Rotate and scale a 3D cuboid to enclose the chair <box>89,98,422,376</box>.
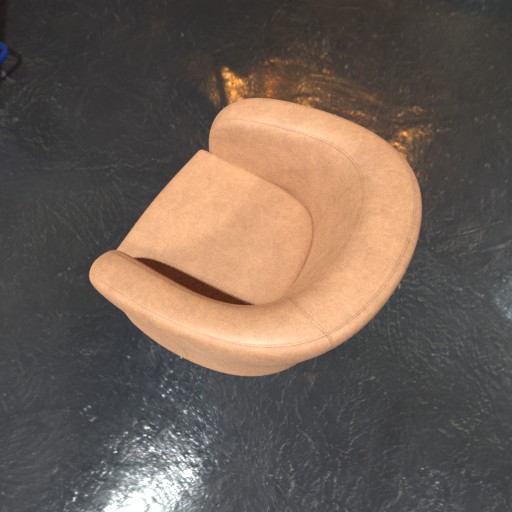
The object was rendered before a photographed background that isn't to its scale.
[{"bbox_3d":[0.000,0.000,1.439,0.815,0.771,0.791,28,67,13],"label":"chair"}]
